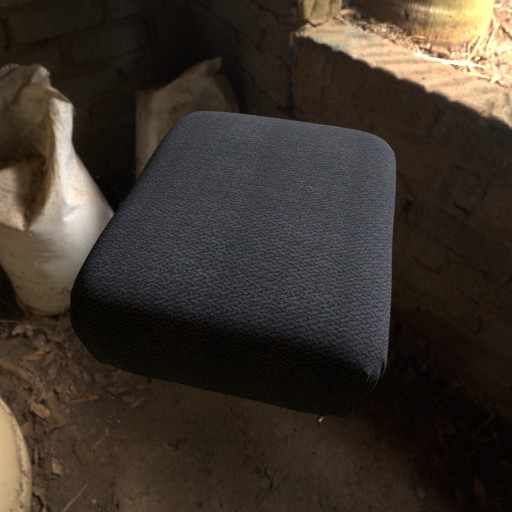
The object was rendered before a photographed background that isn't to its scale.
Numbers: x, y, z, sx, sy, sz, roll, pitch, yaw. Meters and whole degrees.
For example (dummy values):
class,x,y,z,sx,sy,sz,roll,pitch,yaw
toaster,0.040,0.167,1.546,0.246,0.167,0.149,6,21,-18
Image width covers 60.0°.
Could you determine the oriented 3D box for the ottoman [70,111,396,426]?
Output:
class,x,y,z,sx,sy,sz,roll,pitch,yaw
ottoman,0.000,0.000,1.123,0.622,0.450,0.747,10,50,9
